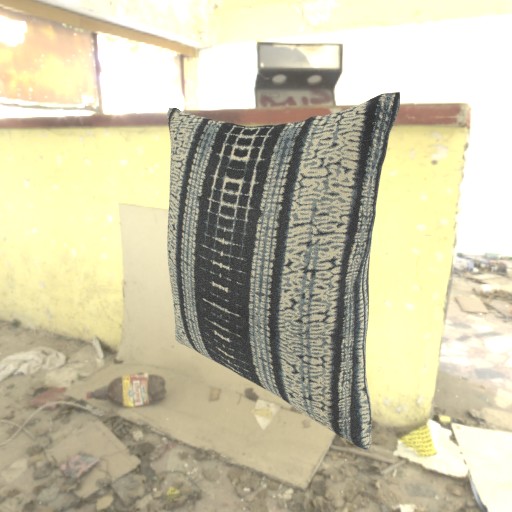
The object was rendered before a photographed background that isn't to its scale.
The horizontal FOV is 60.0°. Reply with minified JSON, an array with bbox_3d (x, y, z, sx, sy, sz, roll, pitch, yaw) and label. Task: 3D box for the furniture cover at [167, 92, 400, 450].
[{"bbox_3d":[0.000,0.000,0.657,0.133,0.435,0.425,-14,21,-42],"label":"furniture cover"}]
